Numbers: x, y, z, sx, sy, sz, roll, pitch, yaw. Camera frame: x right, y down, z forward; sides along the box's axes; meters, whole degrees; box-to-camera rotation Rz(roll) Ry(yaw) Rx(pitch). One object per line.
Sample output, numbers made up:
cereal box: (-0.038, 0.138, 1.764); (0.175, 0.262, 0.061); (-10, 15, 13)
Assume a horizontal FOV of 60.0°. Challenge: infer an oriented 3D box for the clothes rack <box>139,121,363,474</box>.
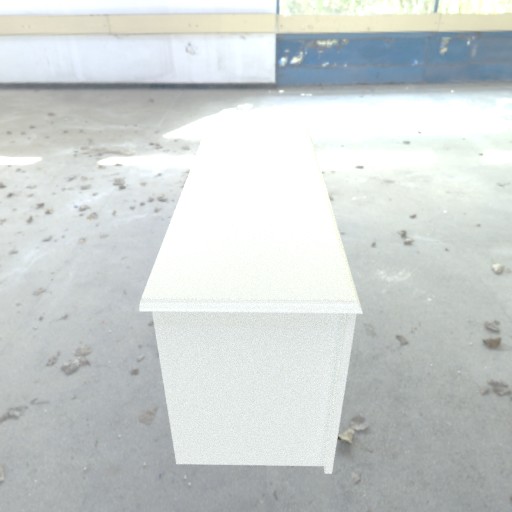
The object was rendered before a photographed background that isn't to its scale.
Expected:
clothes rack: (0.000, 0.000, 1.458); (0.405, 0.558, 1.218); (0, 32, 1)
